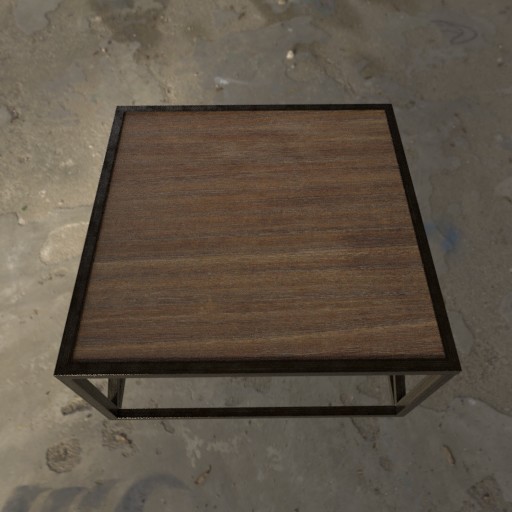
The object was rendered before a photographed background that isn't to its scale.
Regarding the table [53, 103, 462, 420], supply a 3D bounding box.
[{"bbox_3d":[0.000,0.000,1.414,0.909,0.451,0.899,-1,58,0],"label":"table"}]
